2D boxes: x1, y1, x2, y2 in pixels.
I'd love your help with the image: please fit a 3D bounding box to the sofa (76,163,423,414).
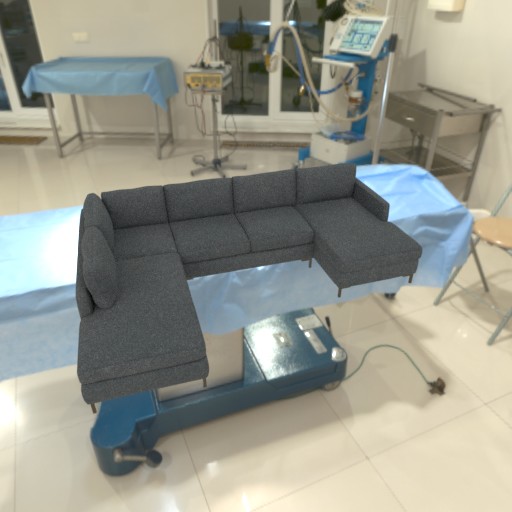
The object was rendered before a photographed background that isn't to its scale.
[{"bbox_3d":[0.000,0.000,3.897,2.956,0.813,2.007,-9,34,-14],"label":"sofa"}]
